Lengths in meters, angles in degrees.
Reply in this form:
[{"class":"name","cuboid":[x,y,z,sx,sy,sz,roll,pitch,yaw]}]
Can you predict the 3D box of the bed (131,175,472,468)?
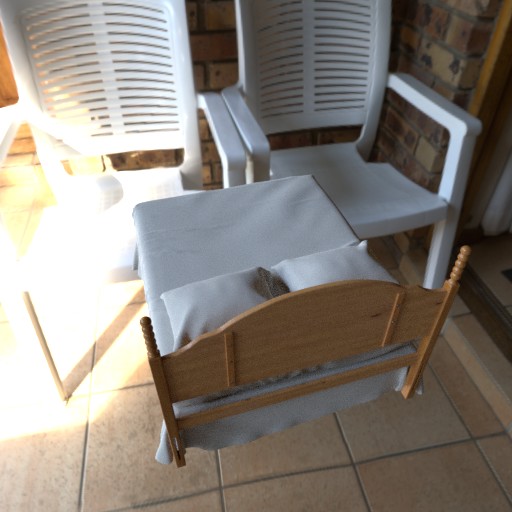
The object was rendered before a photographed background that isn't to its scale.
[{"class":"bed","cuboid":[0.000,0.000,3.193,1.873,1.356,2.040,-11,42,-13]}]
